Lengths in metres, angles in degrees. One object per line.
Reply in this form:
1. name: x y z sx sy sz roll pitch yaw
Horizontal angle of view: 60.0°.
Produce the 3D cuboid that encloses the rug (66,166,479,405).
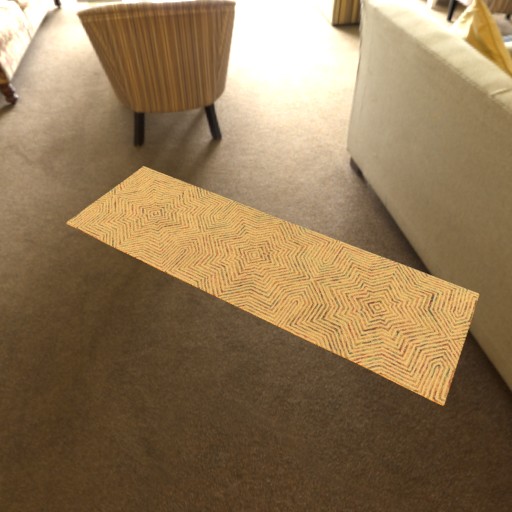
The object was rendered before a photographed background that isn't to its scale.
1. rug: 0.000 0.000 2.678 2.443 0.009 0.771 23 49 21
